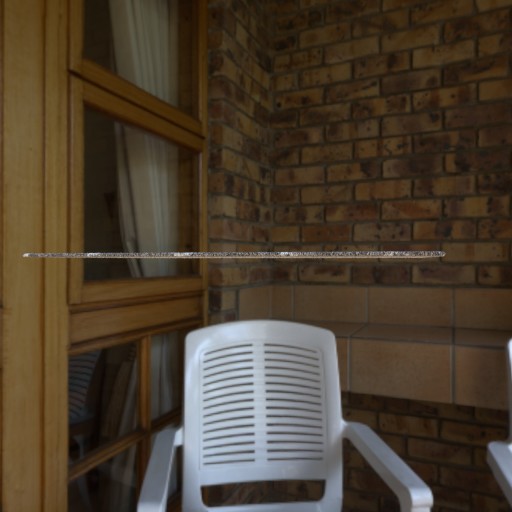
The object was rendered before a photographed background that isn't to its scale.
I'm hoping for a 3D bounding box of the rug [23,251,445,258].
[{"bbox_3d":[0.000,0.000,4.123,3.047,0.029,2.438,0,0,18],"label":"rug"}]
